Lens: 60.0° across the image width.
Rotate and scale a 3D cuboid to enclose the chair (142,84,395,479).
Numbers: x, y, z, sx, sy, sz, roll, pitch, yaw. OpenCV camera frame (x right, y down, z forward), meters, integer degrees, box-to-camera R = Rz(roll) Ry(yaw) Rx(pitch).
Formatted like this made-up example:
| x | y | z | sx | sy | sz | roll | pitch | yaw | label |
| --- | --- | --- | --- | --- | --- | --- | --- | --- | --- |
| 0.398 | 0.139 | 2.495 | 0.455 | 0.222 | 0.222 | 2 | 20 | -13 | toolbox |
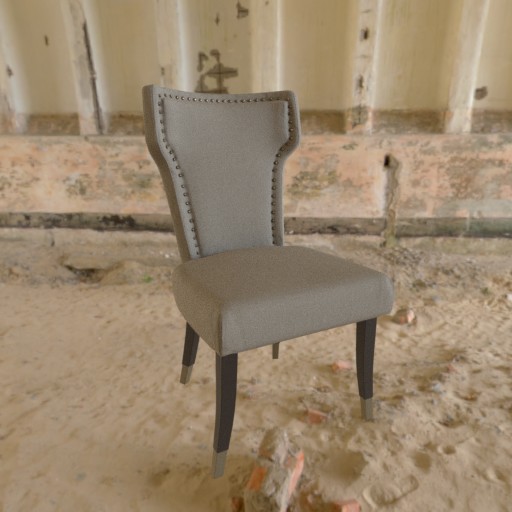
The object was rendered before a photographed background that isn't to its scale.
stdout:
| x | y | z | sx | sy | sz | roll | pitch | yaw | label |
| --- | --- | --- | --- | --- | --- | --- | --- | --- | --- |
| 0.000 | 0.000 | 1.307 | 0.526 | 0.955 | 0.630 | -9 | 19 | -27 | chair |
